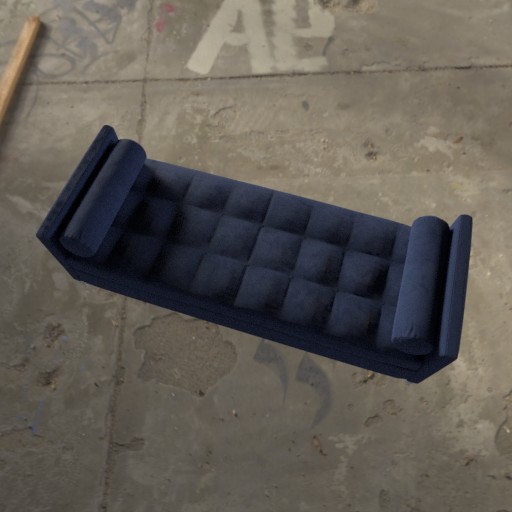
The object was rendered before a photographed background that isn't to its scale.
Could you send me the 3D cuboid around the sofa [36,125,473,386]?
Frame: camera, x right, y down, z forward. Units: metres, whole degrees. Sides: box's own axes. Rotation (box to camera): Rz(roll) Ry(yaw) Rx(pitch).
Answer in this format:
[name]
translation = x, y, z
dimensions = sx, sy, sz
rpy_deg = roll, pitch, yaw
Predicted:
[sofa]
translation = 0.000, 0.000, 2.508
dimensions = 2.102, 0.657, 0.797
rpy_deg = 16, 64, 8
